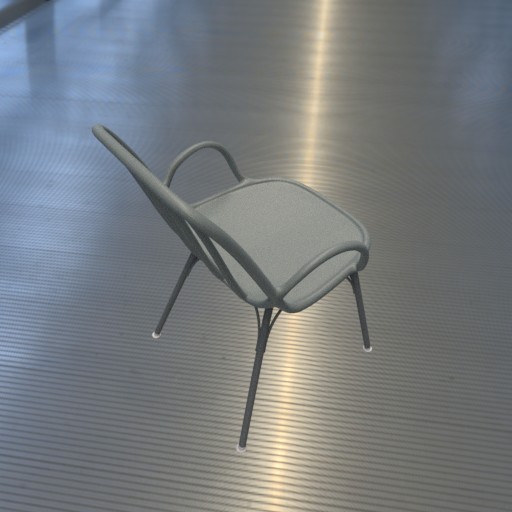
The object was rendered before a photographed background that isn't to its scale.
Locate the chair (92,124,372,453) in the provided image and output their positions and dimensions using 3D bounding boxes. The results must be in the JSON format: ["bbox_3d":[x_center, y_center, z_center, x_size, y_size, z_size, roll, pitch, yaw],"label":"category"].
[{"bbox_3d":[0.000,0.000,1.183,0.597,0.816,0.549,-28,50,-27],"label":"chair"}]
